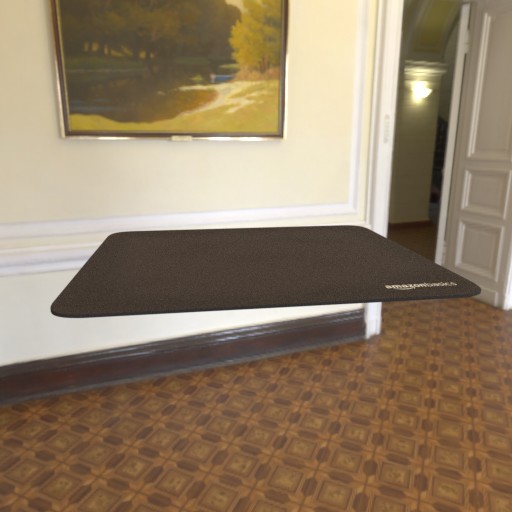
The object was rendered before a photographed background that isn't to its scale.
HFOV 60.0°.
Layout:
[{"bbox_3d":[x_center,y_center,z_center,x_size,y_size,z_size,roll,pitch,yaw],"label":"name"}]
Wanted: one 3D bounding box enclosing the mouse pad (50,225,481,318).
[{"bbox_3d":[0.000,0.000,0.340,0.249,0.002,0.211,-2,15,-8],"label":"mouse pad"}]
